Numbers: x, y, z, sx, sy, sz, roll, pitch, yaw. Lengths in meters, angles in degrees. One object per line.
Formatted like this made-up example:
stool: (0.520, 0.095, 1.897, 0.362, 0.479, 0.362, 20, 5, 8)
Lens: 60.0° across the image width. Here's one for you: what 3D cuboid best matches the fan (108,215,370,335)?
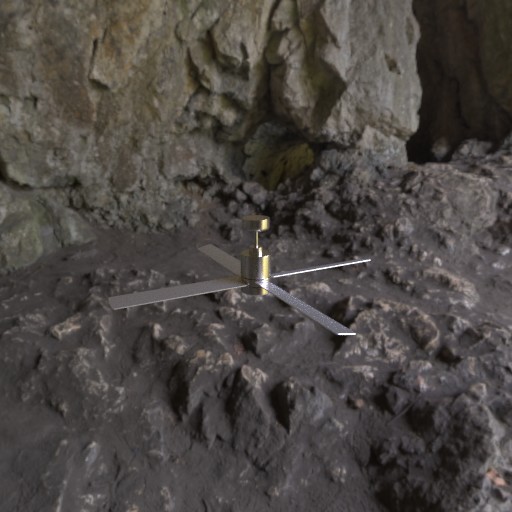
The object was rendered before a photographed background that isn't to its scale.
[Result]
fan: (0.000, 0.000, 2.029, 1.322, 0.355, 1.322, -8, 18, -27)
